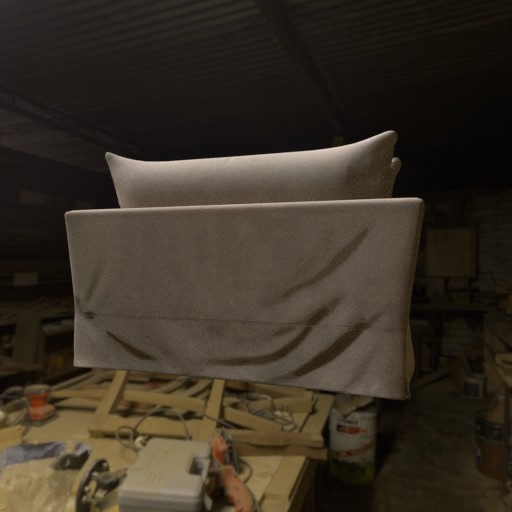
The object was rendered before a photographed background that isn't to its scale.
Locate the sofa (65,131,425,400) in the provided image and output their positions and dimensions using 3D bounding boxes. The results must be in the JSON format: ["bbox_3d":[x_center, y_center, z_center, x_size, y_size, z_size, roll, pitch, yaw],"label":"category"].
[{"bbox_3d":[0.000,0.000,2.305,1.608,1.040,1.035,0,0,19],"label":"sofa"}]
